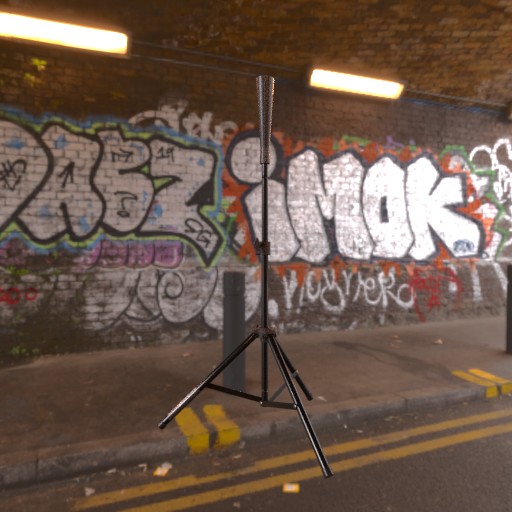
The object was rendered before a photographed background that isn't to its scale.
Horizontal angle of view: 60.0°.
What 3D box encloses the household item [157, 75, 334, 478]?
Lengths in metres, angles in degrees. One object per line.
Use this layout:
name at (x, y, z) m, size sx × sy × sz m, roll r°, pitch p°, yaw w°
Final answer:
household item at (0.000, 0.000, 1.394) m, size 0.559 × 1.067 × 0.559 m, roll 0°, pitch 1°, yaw 17°
